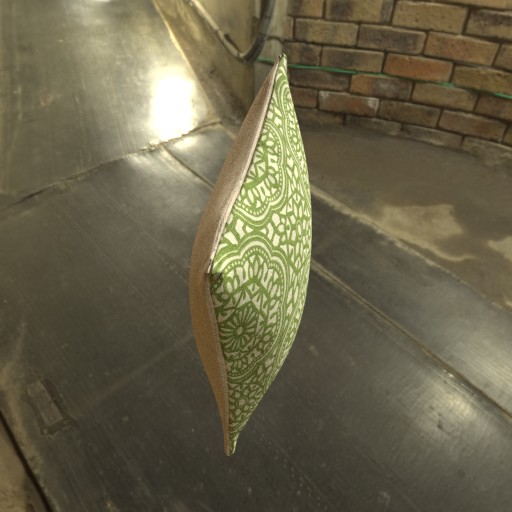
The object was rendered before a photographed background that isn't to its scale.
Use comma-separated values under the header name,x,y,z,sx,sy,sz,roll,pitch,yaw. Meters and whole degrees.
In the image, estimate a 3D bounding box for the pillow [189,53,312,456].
name,x,y,z,sx,sy,sz,roll,pitch,yaw
pillow,0.000,0.000,0.657,0.162,0.419,0.440,8,47,7
